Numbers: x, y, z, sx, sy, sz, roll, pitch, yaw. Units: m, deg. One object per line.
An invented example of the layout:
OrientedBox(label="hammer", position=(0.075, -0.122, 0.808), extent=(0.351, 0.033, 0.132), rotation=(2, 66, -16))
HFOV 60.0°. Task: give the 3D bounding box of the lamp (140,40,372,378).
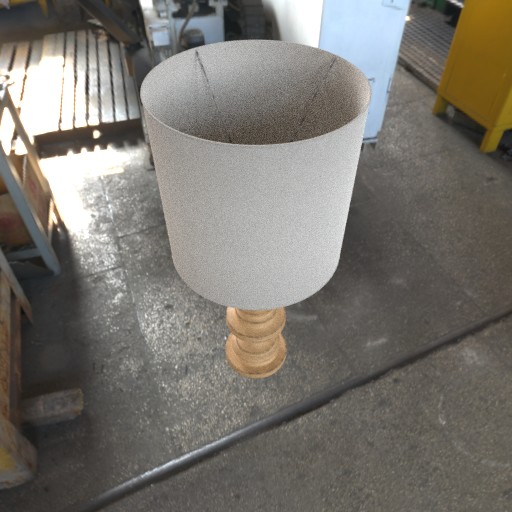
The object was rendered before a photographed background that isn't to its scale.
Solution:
OrientedBox(label="lamp", position=(0.000, 0.000, 0.569), extent=(0.208, 0.455, 0.208), rotation=(24, 51, 21))
